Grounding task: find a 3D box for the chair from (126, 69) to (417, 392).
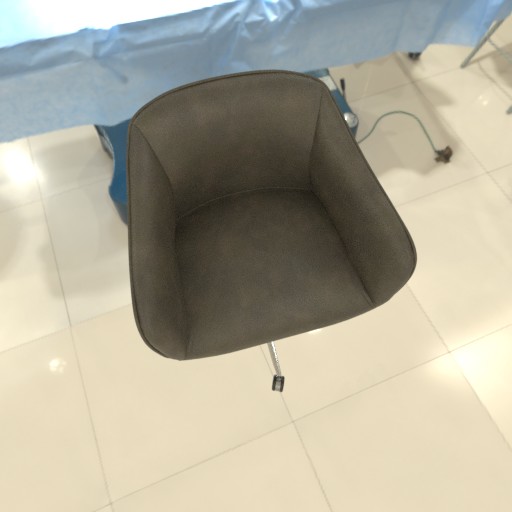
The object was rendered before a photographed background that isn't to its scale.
[{"bbox_3d":[0.000,0.000,1.359,0.713,0.827,0.689,-14,63,-7],"label":"chair"}]
